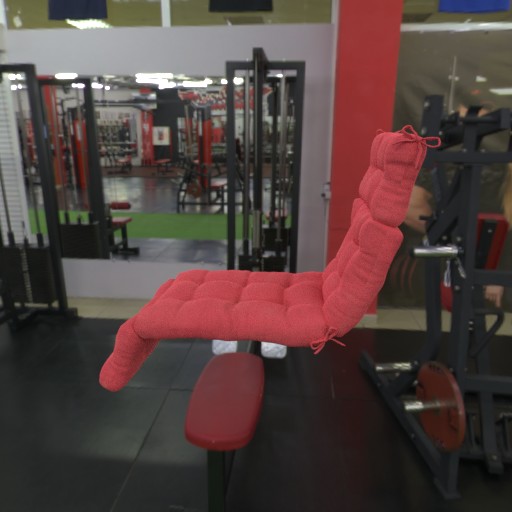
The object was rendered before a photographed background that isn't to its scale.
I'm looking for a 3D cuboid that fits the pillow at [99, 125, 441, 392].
[{"bbox_3d":[0.000,0.000,1.530,1.016,0.863,0.526,2,16,8],"label":"pillow"}]
